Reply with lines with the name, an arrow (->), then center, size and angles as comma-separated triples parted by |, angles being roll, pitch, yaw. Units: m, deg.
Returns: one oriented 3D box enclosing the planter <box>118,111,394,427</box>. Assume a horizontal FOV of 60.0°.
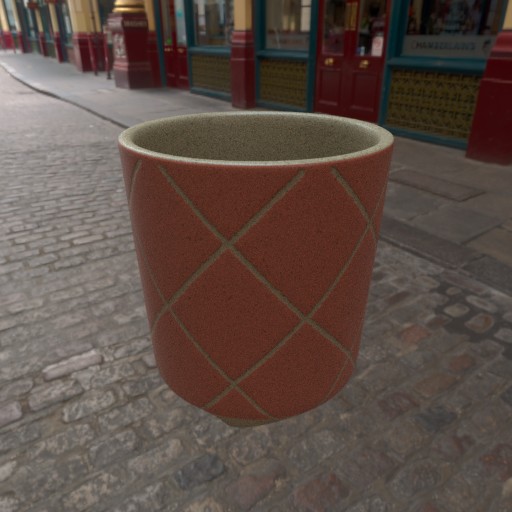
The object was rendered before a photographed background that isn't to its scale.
planter -> 0.000, 0.000, 0.360 | 0.191, 0.200, 0.191 | 0, 26, 0
